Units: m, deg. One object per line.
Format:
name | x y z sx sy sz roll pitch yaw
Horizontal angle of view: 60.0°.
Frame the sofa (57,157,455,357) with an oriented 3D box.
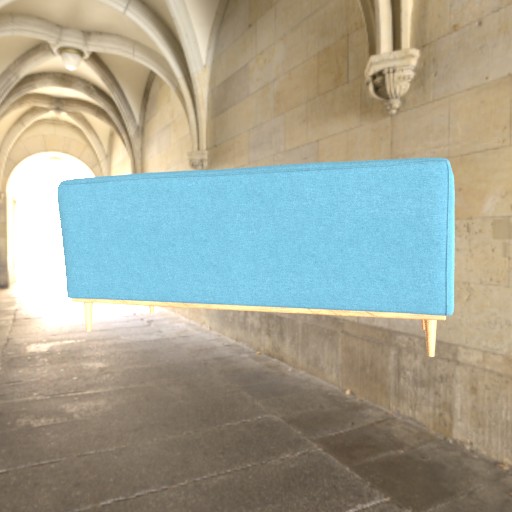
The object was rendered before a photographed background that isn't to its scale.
sofa | 0.000 0.000 2.566 2.057 0.871 0.978 0 1 19
